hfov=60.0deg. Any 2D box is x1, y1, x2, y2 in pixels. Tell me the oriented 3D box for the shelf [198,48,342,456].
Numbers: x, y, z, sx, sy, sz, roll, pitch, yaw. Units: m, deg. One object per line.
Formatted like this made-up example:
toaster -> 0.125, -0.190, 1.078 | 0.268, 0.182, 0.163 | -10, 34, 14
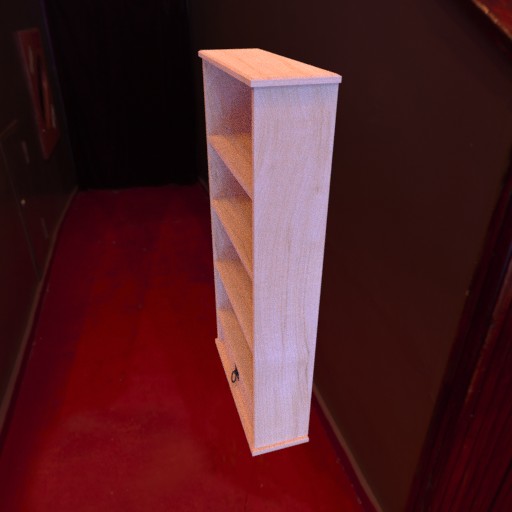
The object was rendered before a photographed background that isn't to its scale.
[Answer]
shelf -> 0.000, 0.000, 1.266 | 0.175, 1.030, 0.520 | -8, 31, -14
